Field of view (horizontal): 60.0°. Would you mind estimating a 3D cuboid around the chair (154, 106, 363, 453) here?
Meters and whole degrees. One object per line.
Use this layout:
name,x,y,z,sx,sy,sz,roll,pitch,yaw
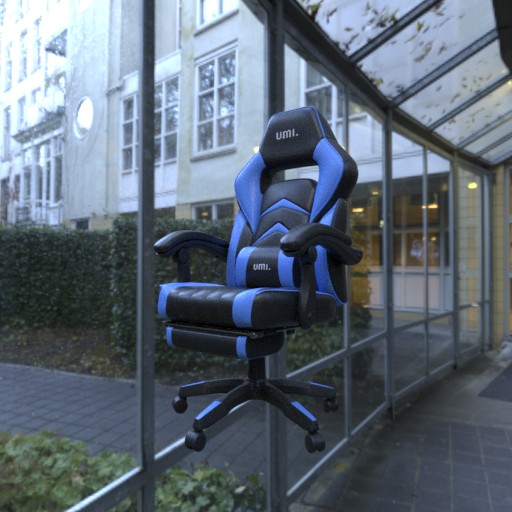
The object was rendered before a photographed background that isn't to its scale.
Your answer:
chair,0.000,0.000,1.717,0.700,1.280,0.700,0,-1,37
